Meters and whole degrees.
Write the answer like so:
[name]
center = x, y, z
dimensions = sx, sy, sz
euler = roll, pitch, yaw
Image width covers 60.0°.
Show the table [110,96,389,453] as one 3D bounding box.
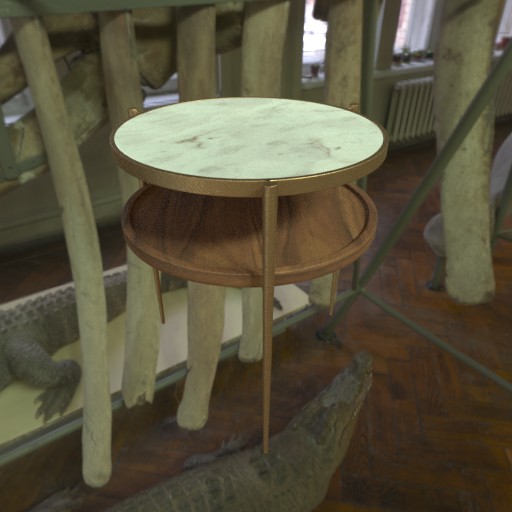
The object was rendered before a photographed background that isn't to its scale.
[table]
center = 0.000, 0.000, 0.829
dimensions = 0.456, 0.493, 0.430
euler = -20, 37, -29
